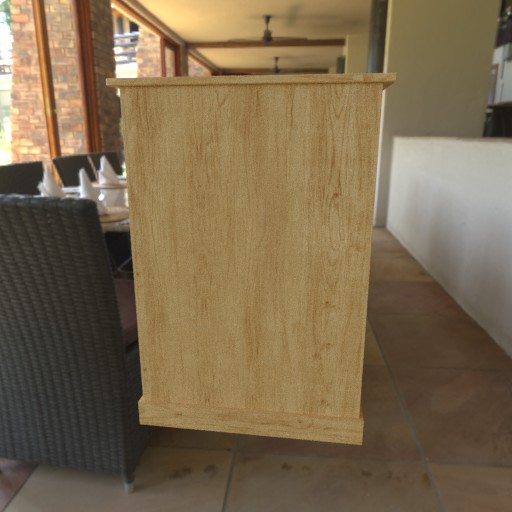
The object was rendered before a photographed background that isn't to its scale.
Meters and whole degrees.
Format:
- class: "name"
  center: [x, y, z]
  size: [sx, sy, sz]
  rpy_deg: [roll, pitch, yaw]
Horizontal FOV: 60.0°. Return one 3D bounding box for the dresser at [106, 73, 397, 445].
- class: "dresser"
  center: [0.000, 0.000, 1.776]
  size: [0.915, 1.300, 0.485]
  rpy_deg: [2, 16, 8]
